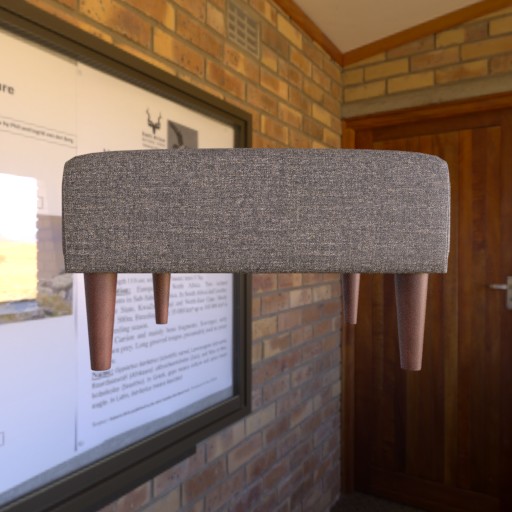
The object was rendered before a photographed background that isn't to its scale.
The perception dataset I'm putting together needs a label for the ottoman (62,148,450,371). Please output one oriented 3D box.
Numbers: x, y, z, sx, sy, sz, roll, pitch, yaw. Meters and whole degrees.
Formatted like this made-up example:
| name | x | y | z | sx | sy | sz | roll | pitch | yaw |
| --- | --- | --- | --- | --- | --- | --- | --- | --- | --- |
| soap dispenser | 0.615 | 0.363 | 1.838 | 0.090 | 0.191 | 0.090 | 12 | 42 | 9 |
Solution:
| name | x | y | z | sx | sy | sz | roll | pitch | yaw |
| --- | --- | --- | --- | --- | --- | --- | --- | --- | --- |
| ottoman | 0.000 | 0.000 | 1.040 | 0.655 | 0.399 | 0.648 | 0 | 0 | 0 |
